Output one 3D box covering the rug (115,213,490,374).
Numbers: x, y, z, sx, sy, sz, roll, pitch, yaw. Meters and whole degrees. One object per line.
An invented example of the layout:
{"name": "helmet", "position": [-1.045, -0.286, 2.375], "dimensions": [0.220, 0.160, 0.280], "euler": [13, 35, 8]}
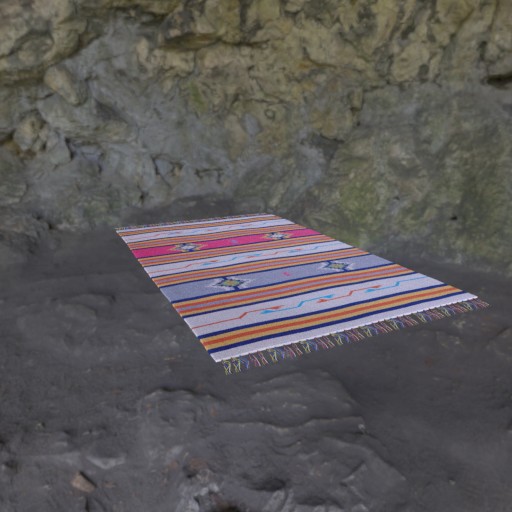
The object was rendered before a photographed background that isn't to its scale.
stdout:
{"name": "rug", "position": [0.000, 0.000, 2.206], "dimensions": [1.084, 0.013, 1.849], "euler": [-8, 19, -25]}
